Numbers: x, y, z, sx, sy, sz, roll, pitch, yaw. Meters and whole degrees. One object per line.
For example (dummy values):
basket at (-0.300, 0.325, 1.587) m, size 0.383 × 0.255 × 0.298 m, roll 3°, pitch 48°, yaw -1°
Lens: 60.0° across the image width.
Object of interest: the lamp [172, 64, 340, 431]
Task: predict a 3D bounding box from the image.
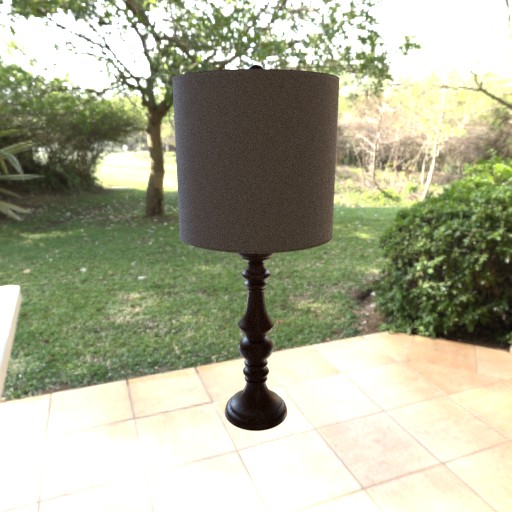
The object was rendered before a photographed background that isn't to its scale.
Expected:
lamp at (0.000, 0.000, 0.745) m, size 0.250 × 0.597 × 0.250 m, roll -8°, pitch 17°, yaw -26°
